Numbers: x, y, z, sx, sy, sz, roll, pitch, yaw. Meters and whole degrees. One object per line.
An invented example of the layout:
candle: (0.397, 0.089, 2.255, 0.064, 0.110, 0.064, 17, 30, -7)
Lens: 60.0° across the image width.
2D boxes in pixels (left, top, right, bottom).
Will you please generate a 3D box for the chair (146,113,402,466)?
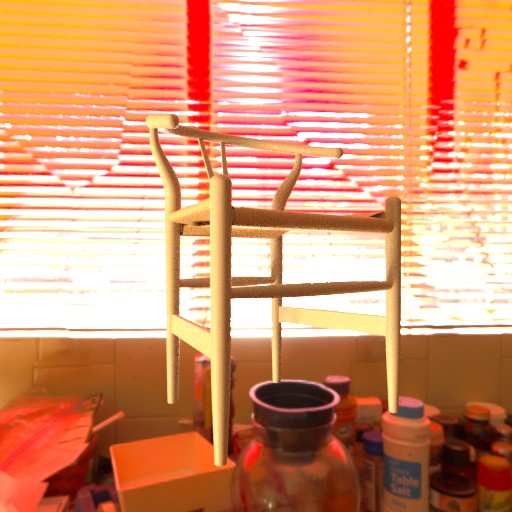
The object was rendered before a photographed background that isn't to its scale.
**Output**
chair: (0.000, 0.000, 1.106, 0.533, 0.736, 0.500, 0, -1, -35)
